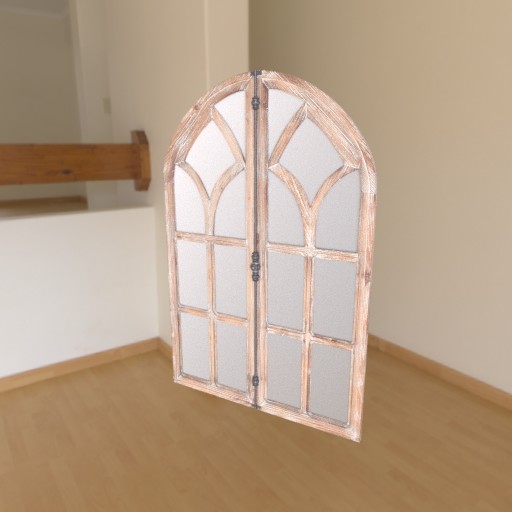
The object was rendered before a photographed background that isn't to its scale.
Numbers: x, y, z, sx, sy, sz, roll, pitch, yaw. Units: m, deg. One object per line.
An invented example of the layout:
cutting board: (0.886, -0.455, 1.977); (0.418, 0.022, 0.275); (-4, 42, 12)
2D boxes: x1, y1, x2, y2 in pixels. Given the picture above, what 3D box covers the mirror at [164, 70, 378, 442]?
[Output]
mirror: (0.000, 0.000, 1.172); (0.609, 0.915, 0.032); (8, 16, 28)
